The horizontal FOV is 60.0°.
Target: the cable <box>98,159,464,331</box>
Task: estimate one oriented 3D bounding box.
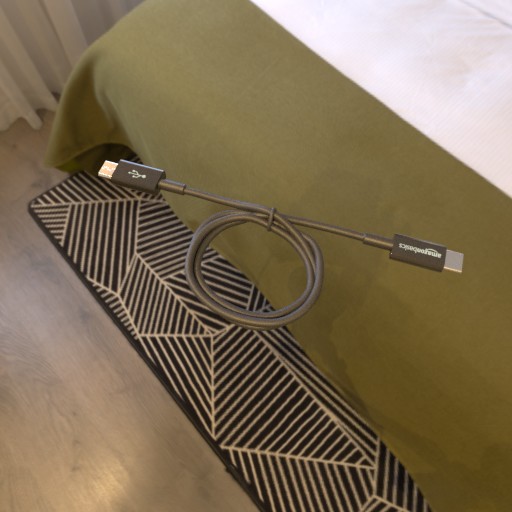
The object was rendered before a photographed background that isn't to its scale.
[{"bbox_3d":[0.000,0.000,0.213,0.192,0.014,0.070,16,64,8],"label":"cable"}]
